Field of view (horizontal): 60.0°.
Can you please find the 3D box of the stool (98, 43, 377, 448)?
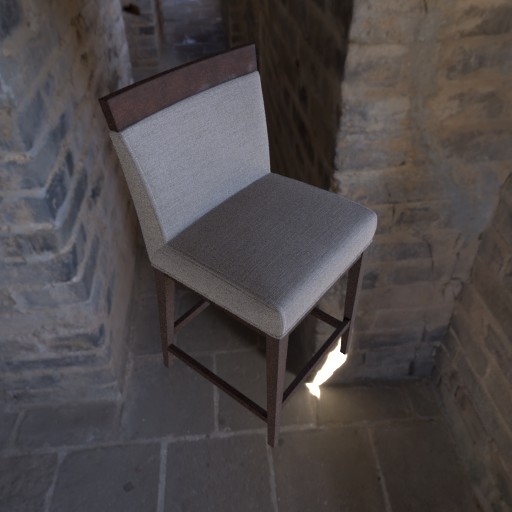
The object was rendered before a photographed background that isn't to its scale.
[{"bbox_3d":[0.000,0.000,1.327,0.531,1.009,0.512,28,48,28],"label":"stool"}]
